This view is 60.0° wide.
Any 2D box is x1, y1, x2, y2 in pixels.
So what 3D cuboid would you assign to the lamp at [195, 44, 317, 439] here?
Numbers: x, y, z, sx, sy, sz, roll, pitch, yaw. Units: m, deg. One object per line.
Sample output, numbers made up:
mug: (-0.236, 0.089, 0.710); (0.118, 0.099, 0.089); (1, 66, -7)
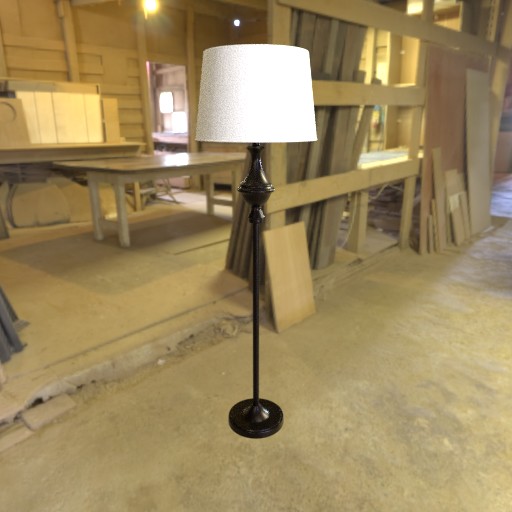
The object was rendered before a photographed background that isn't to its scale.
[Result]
lamp: (0.000, 0.000, 1.702); (0.431, 1.484, 0.431); (0, 17, 0)
